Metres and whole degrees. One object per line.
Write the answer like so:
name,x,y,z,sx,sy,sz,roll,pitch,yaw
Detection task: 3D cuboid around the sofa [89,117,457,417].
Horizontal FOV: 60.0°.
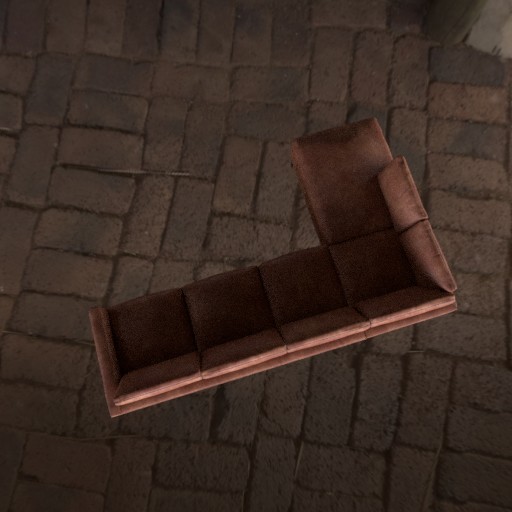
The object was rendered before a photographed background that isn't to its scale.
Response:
sofa,0.000,0.000,3.982,2.984,0.877,1.938,-16,77,-4
